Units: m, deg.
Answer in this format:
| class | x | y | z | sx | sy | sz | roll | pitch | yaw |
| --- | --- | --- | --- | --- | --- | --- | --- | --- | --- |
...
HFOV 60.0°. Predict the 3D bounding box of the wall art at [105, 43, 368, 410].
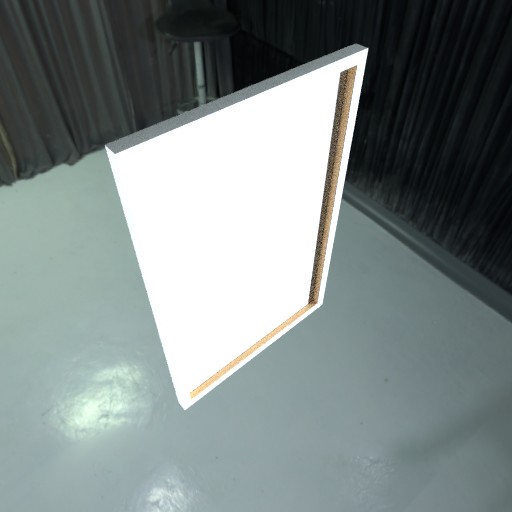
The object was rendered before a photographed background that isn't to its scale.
| class | x | y | z | sx | sy | sz | roll | pitch | yaw |
| --- | --- | --- | --- | --- | --- | --- | --- | --- | --- |
| wall art | 0.000 | 0.000 | 1.160 | 0.607 | 0.912 | 0.038 | -32 | 55 | -27 |
